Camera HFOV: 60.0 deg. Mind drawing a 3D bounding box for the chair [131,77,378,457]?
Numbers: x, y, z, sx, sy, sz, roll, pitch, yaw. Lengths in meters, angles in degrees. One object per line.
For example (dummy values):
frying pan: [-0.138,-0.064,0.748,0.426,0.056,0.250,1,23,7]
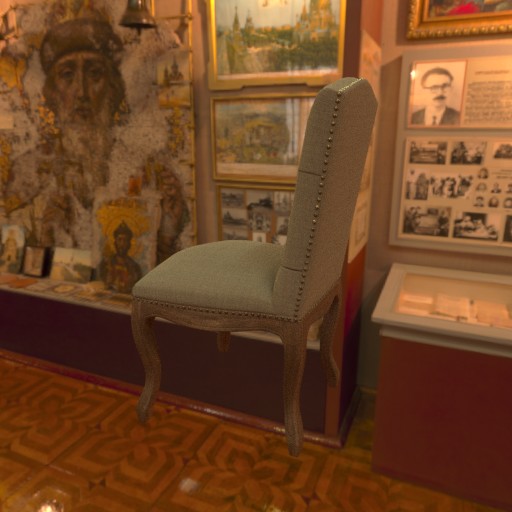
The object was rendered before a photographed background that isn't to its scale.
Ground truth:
chair: [0.000,0.000,1.619,0.731,1.191,0.637,7,17,24]
